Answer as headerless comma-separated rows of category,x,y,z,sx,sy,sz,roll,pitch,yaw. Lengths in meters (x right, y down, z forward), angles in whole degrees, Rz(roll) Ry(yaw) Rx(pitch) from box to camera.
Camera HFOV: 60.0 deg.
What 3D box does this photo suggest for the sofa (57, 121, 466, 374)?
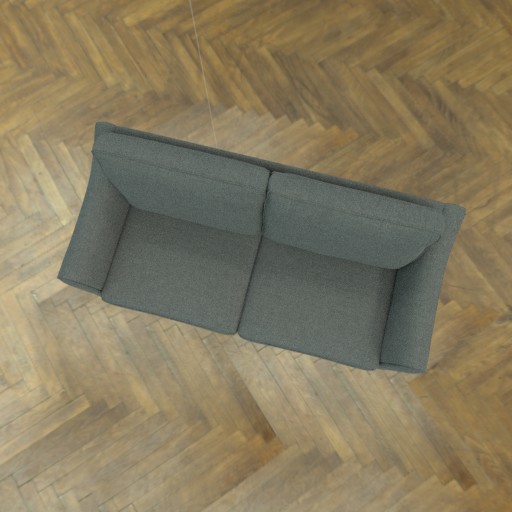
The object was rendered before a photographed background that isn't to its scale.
sofa,0.000,0.000,2.727,2.203,0.976,1.013,14,77,3
